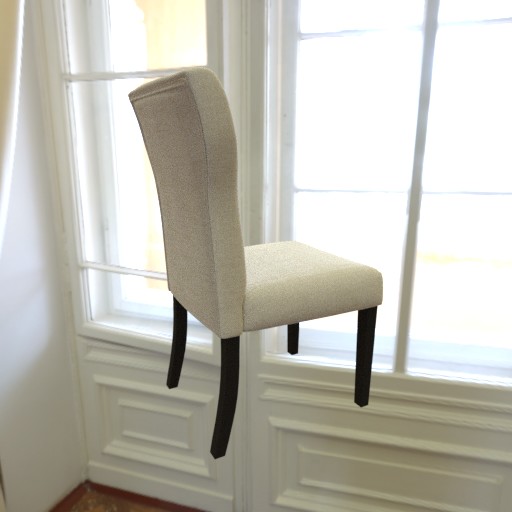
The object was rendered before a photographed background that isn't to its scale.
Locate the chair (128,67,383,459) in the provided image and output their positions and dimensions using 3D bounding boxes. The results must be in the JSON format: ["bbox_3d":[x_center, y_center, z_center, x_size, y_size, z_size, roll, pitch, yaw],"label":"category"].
[{"bbox_3d":[0.000,0.000,1.285,0.597,0.921,0.509,-8,17,-27],"label":"chair"}]
